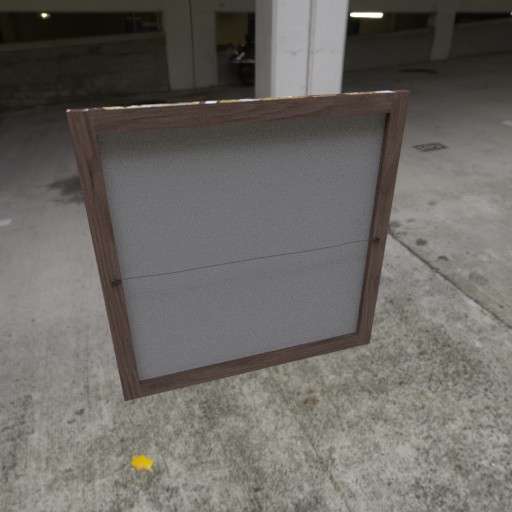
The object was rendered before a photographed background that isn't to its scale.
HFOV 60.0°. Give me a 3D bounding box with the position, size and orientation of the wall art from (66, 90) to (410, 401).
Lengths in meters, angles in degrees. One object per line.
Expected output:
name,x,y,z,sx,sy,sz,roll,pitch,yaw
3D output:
wall art,0.000,0.000,1.129,0.757,0.762,0.028,-9,30,-16
